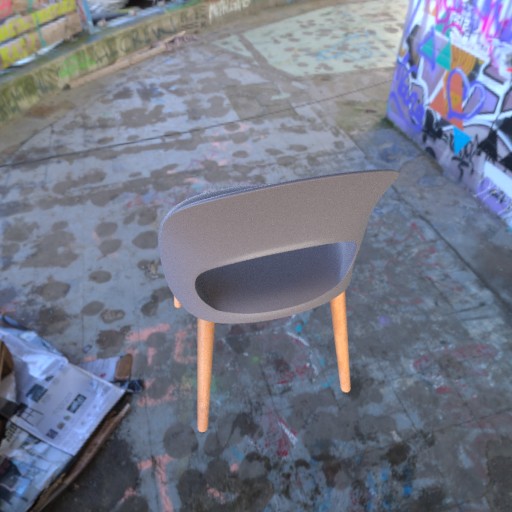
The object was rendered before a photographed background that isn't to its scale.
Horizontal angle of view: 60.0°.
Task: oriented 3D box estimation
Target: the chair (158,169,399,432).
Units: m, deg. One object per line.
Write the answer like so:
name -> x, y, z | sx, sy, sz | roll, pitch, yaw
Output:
chair -> 0.000, 0.000, 1.130 | 0.470, 0.795, 0.556 | -11, 44, -12
